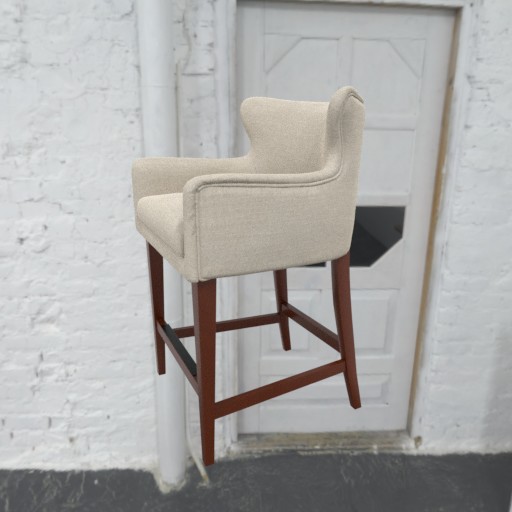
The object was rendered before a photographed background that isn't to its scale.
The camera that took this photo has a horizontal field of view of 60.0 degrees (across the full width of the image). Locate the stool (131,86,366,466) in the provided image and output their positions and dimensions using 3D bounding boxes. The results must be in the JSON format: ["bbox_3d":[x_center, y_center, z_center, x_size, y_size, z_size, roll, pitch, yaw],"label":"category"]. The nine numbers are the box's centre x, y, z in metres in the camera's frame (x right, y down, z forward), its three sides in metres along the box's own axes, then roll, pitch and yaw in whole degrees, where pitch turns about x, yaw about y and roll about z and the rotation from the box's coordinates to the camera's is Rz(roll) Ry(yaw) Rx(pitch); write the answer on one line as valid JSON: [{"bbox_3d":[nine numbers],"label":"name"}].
[{"bbox_3d":[0.000,0.000,1.413,0.637,0.987,0.615,-8,18,-25],"label":"stool"}]
